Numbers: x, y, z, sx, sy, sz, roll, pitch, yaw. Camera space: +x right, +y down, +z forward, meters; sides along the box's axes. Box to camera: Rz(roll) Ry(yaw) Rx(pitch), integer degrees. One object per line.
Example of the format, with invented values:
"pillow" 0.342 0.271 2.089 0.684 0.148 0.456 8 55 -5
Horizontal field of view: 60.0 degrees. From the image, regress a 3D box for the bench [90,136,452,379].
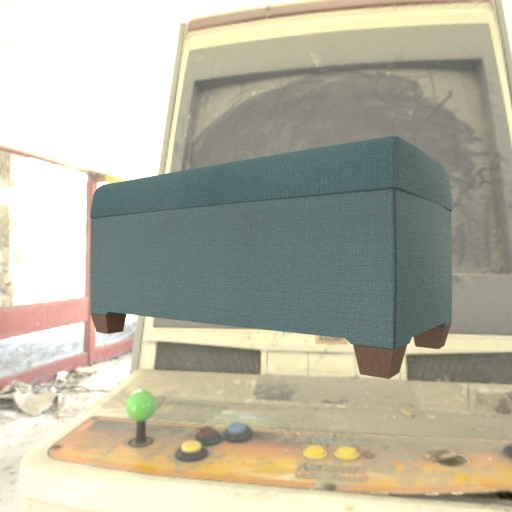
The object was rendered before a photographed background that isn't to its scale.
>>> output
"bench" 0.000 0.000 1.278 0.995 0.474 0.476 -1 -1 36
